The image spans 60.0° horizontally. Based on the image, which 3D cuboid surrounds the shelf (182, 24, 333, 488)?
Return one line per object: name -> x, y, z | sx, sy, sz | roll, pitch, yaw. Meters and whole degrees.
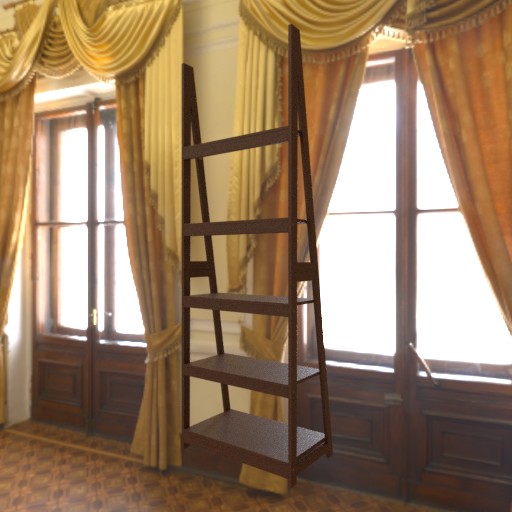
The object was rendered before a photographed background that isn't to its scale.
shelf -> 0.000, 0.000, 2.005 | 0.600, 1.770, 0.350 | 0, 0, 36
